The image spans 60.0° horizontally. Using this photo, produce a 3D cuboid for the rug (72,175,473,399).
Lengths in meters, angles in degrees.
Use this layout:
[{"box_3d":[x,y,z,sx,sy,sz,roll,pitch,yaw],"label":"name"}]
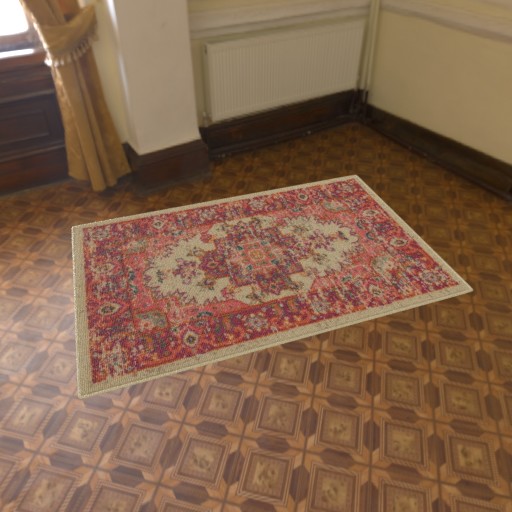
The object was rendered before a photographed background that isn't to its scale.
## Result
[{"box_3d":[0.000,0.000,1.108,0.868,0.004,0.556,-12,42,-14],"label":"rug"}]
